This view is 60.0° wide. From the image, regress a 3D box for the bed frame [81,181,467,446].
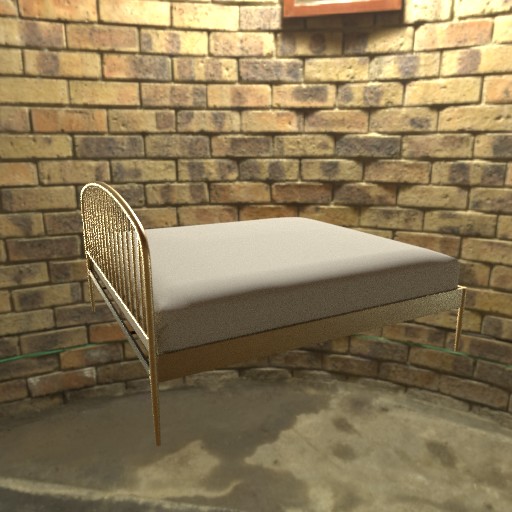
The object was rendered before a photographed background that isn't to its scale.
[{"bbox_3d":[0.000,0.000,3.316,2.152,1.174,2.016,-7,16,-27],"label":"bed frame"}]
